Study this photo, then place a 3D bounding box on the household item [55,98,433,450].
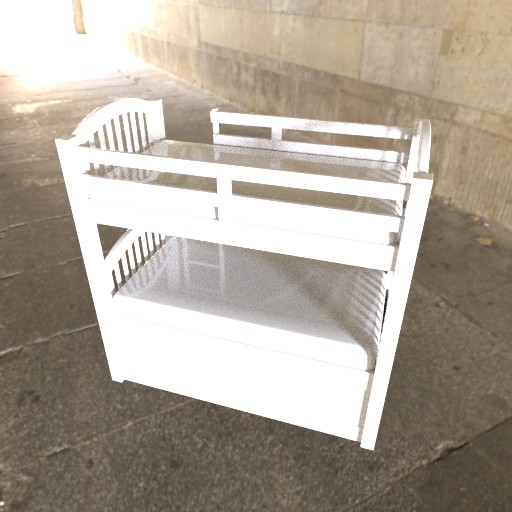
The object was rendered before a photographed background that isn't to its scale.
[{"bbox_3d":[0.000,0.000,3.192,2.032,2.032,1.143,10,33,15],"label":"household item"}]
